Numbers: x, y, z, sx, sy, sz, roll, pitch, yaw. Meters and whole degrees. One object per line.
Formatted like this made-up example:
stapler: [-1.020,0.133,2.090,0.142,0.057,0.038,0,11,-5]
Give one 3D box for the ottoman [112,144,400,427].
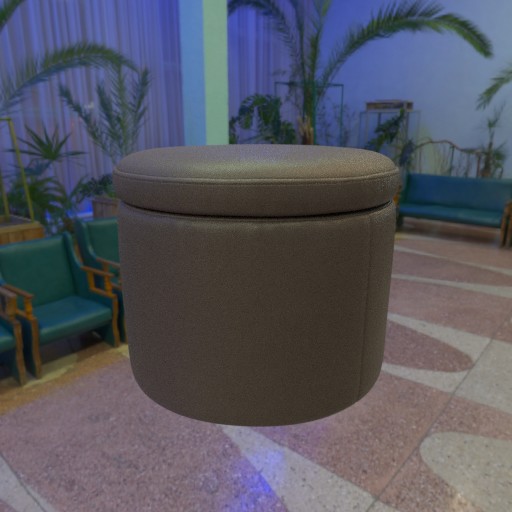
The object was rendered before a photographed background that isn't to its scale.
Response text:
ottoman: [0.000,0.000,0.848,0.500,0.409,0.500,0,16,0]
